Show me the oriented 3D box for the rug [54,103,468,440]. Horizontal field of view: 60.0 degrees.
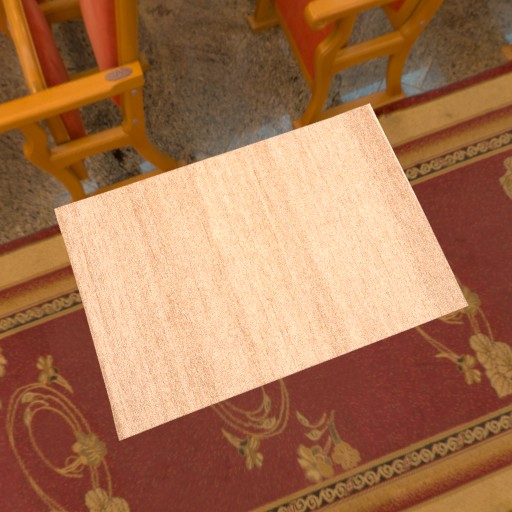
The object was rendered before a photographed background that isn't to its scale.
[{"bbox_3d":[0.000,0.000,2.927,2.346,0.029,1.574,-20,76,-5],"label":"rug"}]
